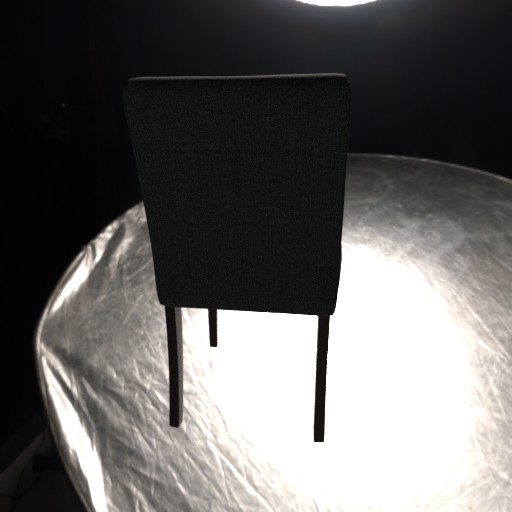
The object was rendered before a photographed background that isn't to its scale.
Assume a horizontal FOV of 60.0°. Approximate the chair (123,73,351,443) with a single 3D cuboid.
[{"bbox_3d":[0.000,0.000,1.236,0.487,0.884,0.629,3,16,9],"label":"chair"}]
